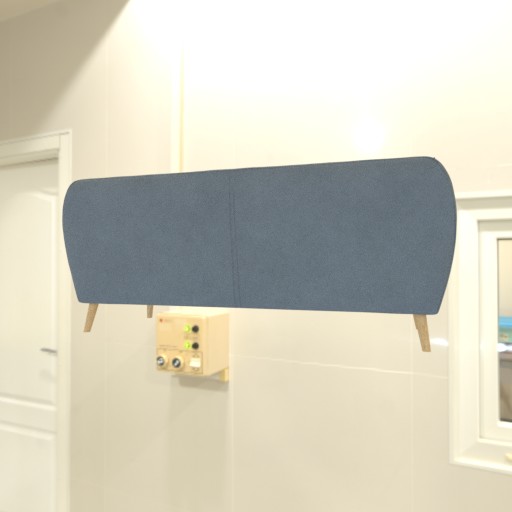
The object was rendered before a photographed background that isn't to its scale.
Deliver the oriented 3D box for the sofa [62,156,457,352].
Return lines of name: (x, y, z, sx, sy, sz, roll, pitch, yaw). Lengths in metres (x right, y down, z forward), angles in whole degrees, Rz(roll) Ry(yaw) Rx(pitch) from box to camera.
sofa: (0.000, 0.000, 2.474, 1.975, 0.832, 0.841, 0, -1, 18)
